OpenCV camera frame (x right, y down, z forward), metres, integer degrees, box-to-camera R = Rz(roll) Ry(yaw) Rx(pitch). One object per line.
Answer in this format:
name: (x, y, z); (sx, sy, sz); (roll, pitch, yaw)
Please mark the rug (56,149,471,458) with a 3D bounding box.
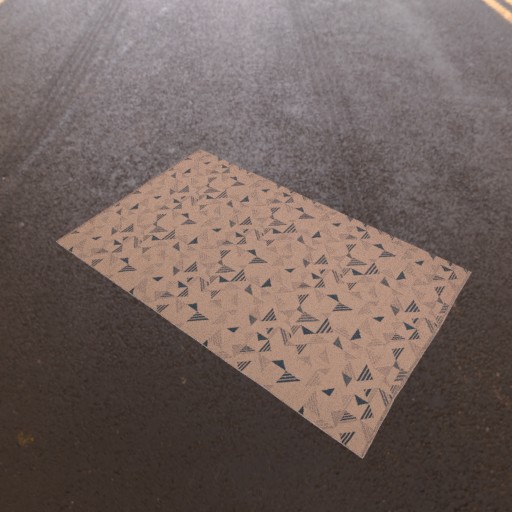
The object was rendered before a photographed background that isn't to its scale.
rug: (0.000, 0.000, 3.048); (2.457, 0.009, 1.512); (29, 52, 25)
